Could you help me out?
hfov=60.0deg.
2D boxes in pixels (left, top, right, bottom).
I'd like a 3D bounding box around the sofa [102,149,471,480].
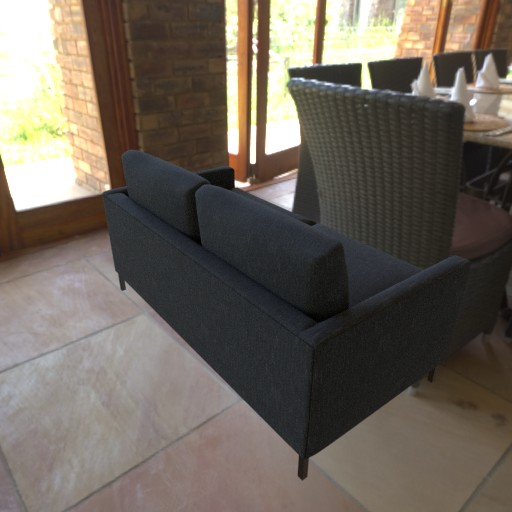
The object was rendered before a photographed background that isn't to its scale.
[{"bbox_3d":[0.000,0.000,2.173,0.866,0.862,1.716,-19,33,-33],"label":"sofa"}]
